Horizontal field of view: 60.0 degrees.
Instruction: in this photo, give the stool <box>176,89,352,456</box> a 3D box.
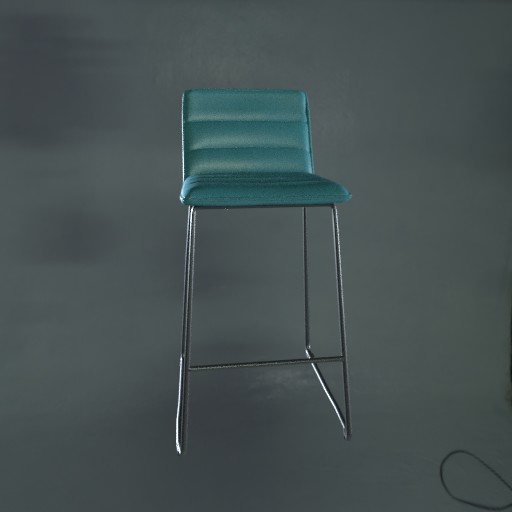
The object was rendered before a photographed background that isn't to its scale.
[{"bbox_3d":[0.000,0.000,1.275,0.489,0.936,0.524,-2,17,-7],"label":"stool"}]
